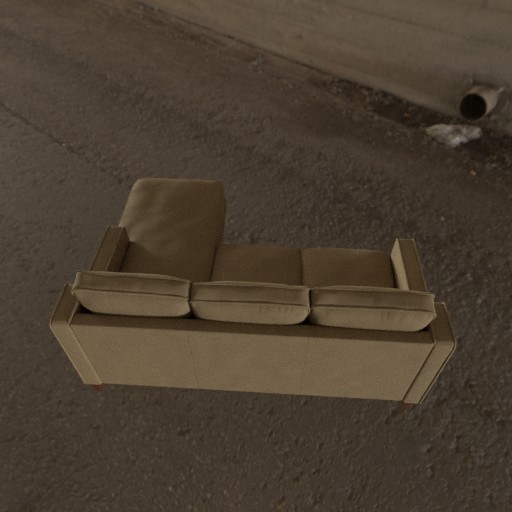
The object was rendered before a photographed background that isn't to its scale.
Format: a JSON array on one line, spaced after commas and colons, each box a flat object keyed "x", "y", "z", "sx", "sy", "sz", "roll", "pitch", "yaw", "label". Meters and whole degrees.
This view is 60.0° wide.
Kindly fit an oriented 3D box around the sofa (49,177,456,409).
[{"x": 0.000, "y": 0.000, "z": 3.346, "sx": 2.317, "sy": 1.066, "sz": 1.858, "roll": 3, "pitch": 47, "yaw": 2, "label": "sofa"}]
